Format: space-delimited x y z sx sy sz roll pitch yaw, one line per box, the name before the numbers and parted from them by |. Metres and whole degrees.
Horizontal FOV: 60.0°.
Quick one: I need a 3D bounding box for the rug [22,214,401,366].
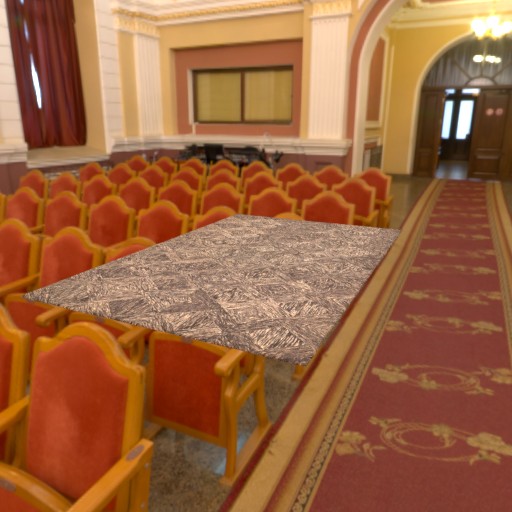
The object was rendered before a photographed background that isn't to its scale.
rug | 0.000 0.000 2.272 1.189 0.011 1.808 8 18 25
